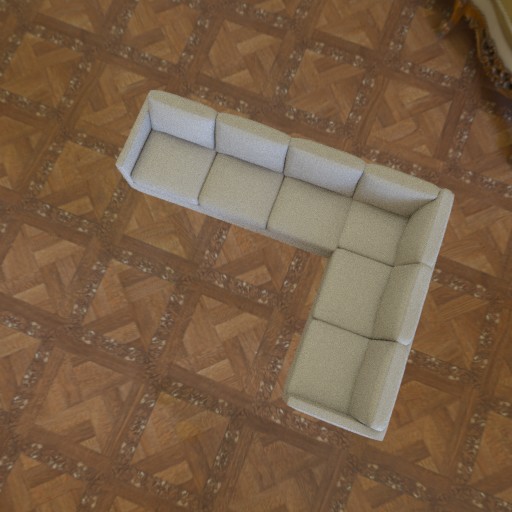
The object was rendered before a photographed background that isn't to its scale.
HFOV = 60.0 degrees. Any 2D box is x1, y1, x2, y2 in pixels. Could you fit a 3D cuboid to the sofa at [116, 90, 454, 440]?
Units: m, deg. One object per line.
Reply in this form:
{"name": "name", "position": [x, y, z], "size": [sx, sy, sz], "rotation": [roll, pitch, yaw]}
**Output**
{"name": "sofa", "position": [0.000, 0.000, 4.508], "size": [3.333, 0.934, 2.522], "rotation": [20, 78, 4]}
